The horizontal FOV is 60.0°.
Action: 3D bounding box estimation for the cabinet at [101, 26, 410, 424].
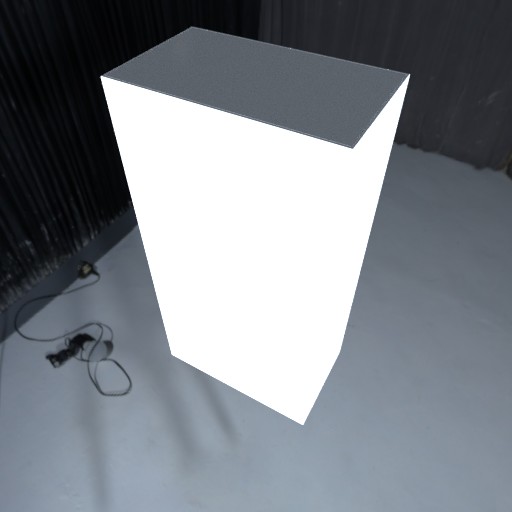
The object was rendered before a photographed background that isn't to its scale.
[{"bbox_3d":[0.000,0.000,2.322,0.980,1.920,0.580,22,50,20],"label":"cabinet"}]
